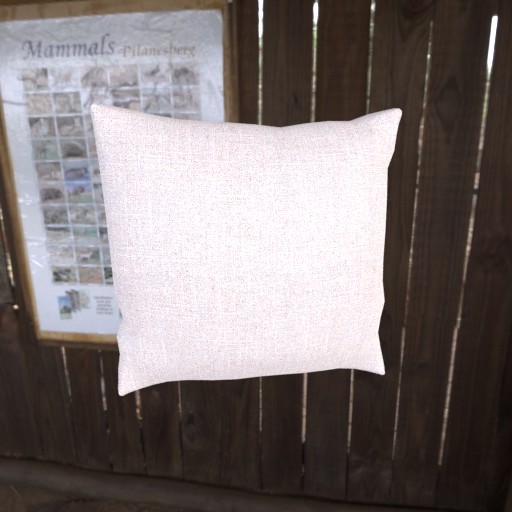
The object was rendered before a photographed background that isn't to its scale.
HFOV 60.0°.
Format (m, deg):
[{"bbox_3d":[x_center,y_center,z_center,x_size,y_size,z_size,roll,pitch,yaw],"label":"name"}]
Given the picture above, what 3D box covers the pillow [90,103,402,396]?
[{"bbox_3d":[0.000,0.000,0.773,0.508,0.498,0.215,-2,15,-9],"label":"pillow"}]
